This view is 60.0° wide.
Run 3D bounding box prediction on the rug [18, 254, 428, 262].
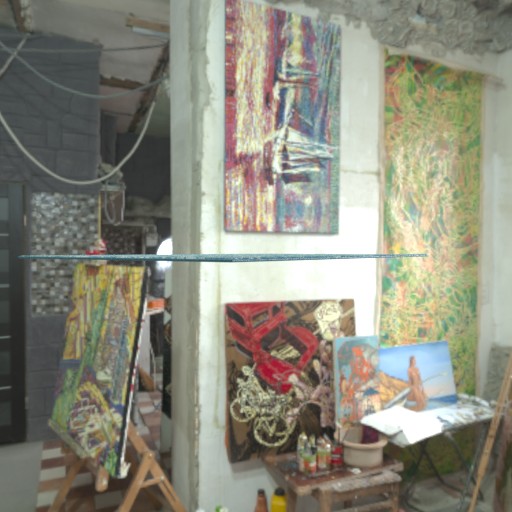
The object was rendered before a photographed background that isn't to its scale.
[{"bbox_3d":[0.000,0.000,3.436,1.816,0.018,2.746,0,1,37],"label":"rug"}]
